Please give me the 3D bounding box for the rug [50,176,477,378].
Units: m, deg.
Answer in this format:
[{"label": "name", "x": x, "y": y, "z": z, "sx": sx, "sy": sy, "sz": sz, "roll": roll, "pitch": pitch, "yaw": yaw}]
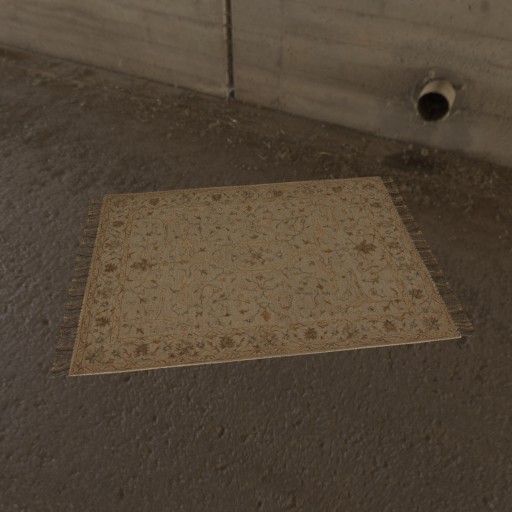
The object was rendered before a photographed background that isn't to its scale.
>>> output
[{"label": "rug", "x": 0.000, "y": 0.000, "z": 2.324, "sx": 1.861, "sy": 0.017, "sz": 1.218, "roll": -5, "pitch": 46, "yaw": -4}]
